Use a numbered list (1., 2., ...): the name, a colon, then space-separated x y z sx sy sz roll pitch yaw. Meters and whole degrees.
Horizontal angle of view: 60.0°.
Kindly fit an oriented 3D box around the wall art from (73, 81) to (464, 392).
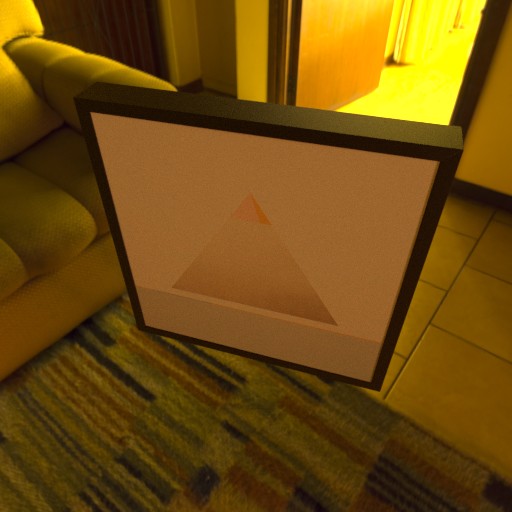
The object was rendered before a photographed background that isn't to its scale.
1. wall art: 0.000 0.000 0.446 0.304 0.303 0.037 11 43 13
